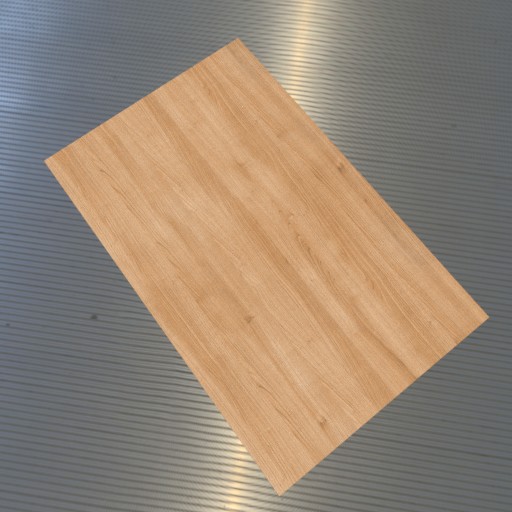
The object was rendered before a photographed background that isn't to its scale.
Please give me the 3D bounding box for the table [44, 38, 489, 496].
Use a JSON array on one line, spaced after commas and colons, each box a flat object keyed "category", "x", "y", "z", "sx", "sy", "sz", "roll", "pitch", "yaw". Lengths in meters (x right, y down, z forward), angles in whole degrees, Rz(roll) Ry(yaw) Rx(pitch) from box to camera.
[{"category": "table", "x": 0.000, "y": 0.000, "z": 1.431, "sx": 0.700, "sy": 0.440, "sz": 1.100, "roll": -36, "pitch": 78, "yaw": -9}]
